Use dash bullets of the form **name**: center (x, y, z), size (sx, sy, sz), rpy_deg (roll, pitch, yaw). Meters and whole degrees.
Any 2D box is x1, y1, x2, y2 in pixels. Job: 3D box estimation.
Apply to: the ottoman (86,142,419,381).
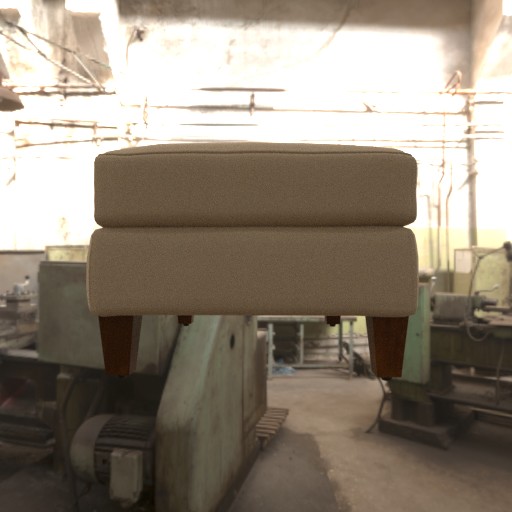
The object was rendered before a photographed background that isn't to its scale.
- **ottoman**: center (0.000, 0.000, 1.213), size (0.634, 0.485, 0.818), rpy_deg (0, -1, 1)
